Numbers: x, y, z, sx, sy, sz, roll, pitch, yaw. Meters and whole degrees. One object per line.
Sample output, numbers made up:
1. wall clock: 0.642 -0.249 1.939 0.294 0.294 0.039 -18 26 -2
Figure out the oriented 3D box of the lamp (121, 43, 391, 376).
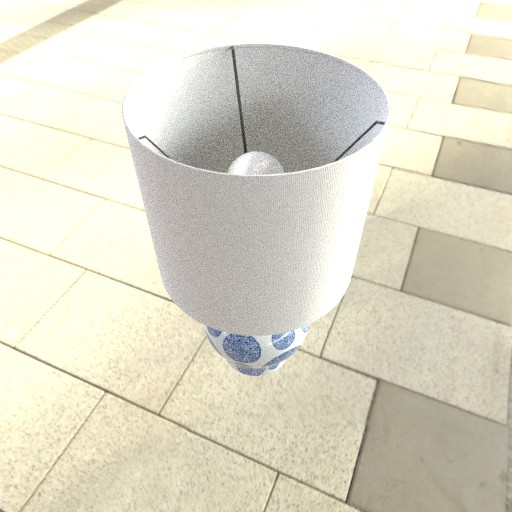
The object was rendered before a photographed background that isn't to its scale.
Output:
1. lamp: 0.000 0.000 0.500 0.215 0.381 0.215 16 49 15
